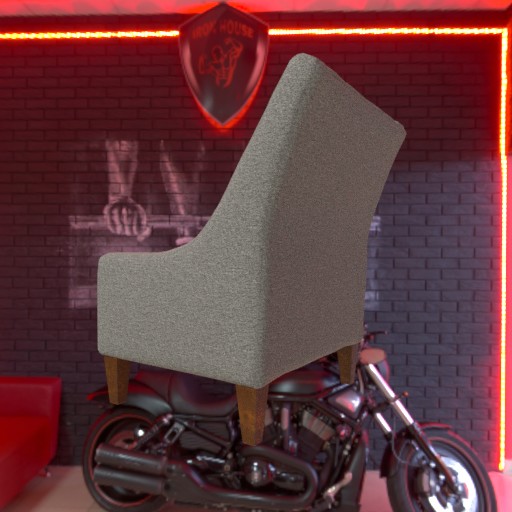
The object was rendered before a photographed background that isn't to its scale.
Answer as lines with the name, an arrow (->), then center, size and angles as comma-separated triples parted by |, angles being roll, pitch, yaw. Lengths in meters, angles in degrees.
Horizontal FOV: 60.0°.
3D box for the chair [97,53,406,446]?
chair -> 0.000, 0.000, 1.609 | 0.870, 1.016, 0.774 | 1, 1, 34
